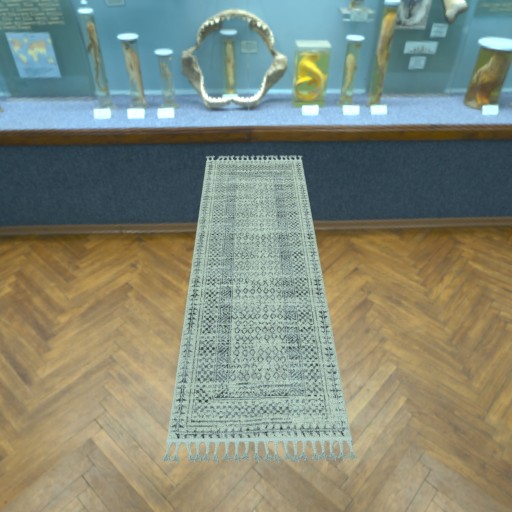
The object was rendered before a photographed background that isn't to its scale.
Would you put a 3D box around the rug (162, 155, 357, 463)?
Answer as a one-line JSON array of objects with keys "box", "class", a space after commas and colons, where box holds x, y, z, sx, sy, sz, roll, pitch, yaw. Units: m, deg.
[{"box": [0.000, 0.000, 2.685, 0.786, 0.013, 2.480, 0, 42, -1], "class": "rug"}]
